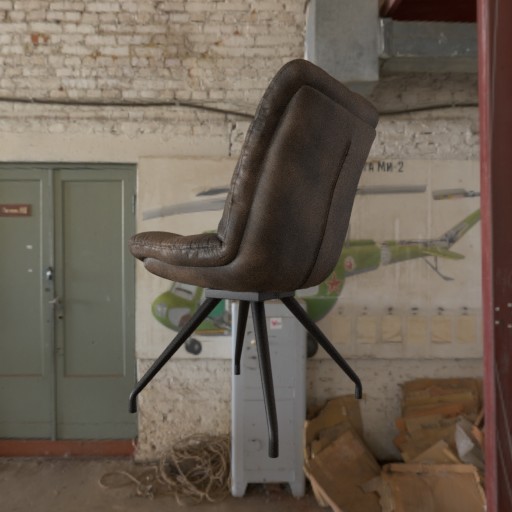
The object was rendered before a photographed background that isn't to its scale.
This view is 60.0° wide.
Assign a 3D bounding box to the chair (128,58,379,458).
[{"bbox_3d":[0.000,0.000,1.284,0.622,0.870,0.549,0,0,35],"label":"chair"}]
